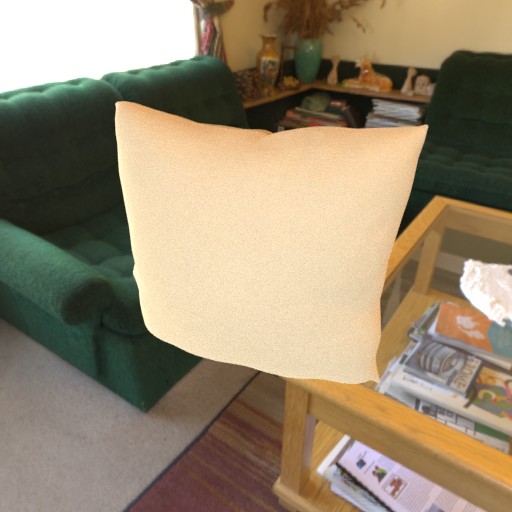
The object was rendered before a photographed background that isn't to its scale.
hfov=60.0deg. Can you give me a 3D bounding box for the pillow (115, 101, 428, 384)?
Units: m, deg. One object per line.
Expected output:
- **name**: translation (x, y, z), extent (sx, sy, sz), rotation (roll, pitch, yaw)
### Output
- **pillow**: translation (0.000, 0.000, 0.709), extent (0.450, 0.448, 0.245), rotation (10, 33, 15)
